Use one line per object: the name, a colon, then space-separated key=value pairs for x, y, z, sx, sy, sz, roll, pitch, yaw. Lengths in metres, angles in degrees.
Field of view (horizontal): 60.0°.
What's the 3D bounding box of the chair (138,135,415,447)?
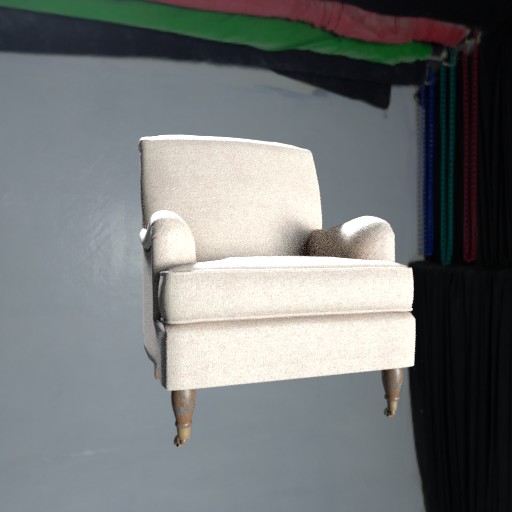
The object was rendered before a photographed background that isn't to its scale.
chair: x=0.000 y=0.000 z=1.784 sx=0.879 sy=1.119 sz=0.953 roll=0 pitch=1 yaw=-18
